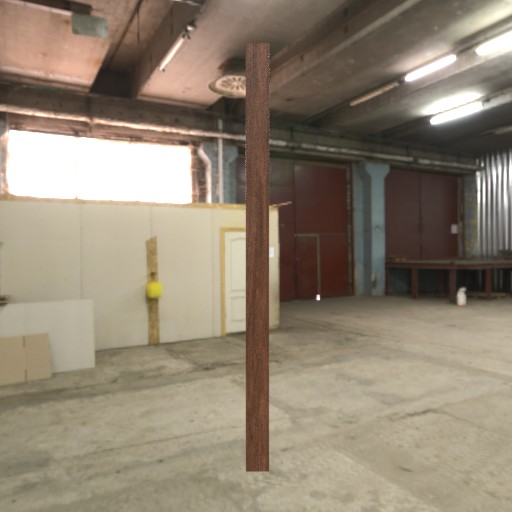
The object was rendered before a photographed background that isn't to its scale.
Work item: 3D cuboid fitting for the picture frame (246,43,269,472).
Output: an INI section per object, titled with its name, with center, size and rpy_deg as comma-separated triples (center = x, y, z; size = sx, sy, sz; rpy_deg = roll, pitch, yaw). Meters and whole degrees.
[picture frame]
center = 0.000, 0.000, 0.752
size = 0.025, 0.457, 0.559
rpy_deg = 0, 0, 0
